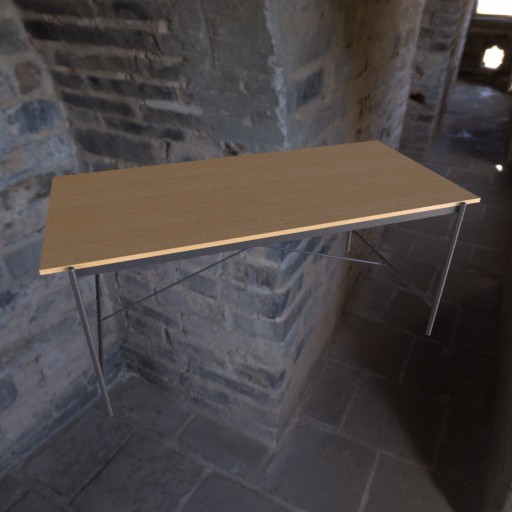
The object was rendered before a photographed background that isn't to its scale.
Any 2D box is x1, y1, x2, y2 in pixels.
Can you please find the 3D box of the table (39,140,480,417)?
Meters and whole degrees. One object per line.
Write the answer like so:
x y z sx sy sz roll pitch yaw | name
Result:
0.000 0.000 2.255 1.800 0.758 0.900 -10 34 -15 | table
